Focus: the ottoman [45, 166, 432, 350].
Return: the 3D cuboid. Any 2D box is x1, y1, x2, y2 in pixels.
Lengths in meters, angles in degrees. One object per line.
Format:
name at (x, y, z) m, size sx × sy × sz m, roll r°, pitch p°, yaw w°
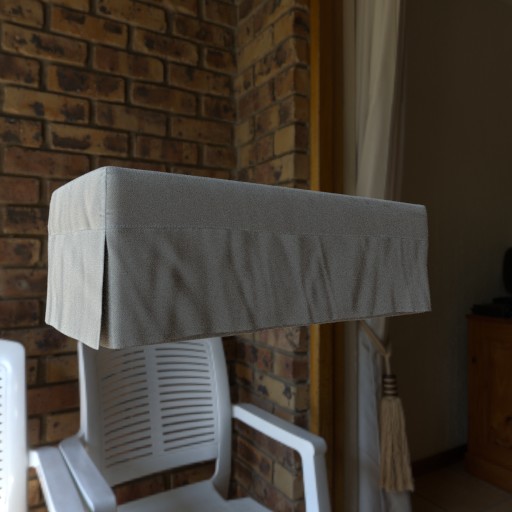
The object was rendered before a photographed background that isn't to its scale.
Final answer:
ottoman at (0.000, 0.000, 1.689) m, size 1.388 × 0.457 × 0.665 m, roll 0°, pitch -1°, yaw -36°
